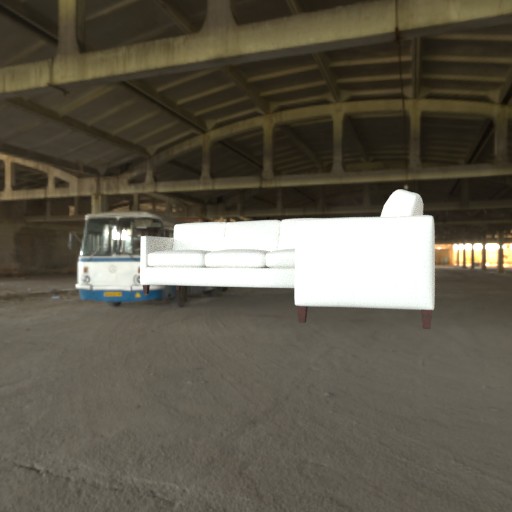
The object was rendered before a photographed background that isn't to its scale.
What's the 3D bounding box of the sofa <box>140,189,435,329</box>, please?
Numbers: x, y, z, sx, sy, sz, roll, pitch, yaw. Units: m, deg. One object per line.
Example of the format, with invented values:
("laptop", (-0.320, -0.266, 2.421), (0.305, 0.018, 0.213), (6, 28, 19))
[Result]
("sofa", (0.000, 0.000, 4.554), (3.302, 0.947, 2.593), (0, 0, 19))
